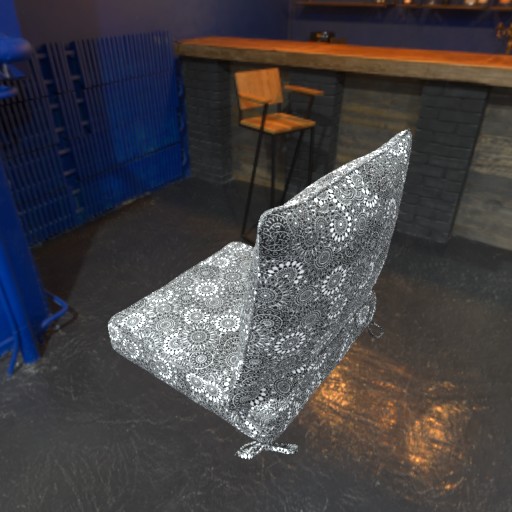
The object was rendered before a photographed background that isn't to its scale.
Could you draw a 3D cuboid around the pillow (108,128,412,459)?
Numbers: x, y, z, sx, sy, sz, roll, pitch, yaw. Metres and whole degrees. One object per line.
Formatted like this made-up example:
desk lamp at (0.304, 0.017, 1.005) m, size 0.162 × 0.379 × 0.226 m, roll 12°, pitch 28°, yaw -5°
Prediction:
pillow at (0.000, 0.000, 1.372) m, size 0.740 × 0.722 × 0.798 m, roll 20°, pitch 36°, yaw 30°
